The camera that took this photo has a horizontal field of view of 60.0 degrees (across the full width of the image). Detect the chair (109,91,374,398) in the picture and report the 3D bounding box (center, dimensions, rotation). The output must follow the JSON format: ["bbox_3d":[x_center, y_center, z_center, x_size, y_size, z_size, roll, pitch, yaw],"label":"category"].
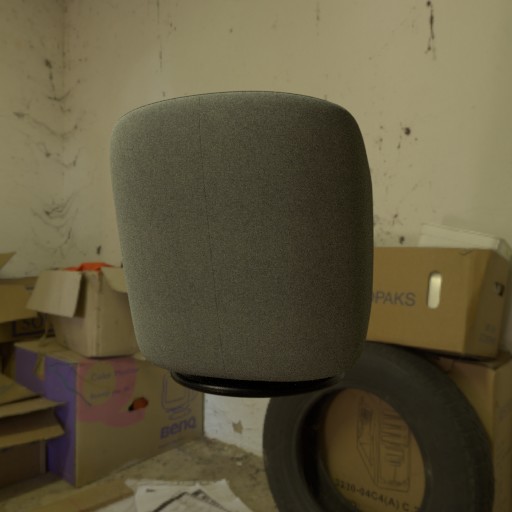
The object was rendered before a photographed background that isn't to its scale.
[{"bbox_3d":[0.000,0.000,1.627,0.822,0.861,0.986,0,0,18],"label":"chair"}]
